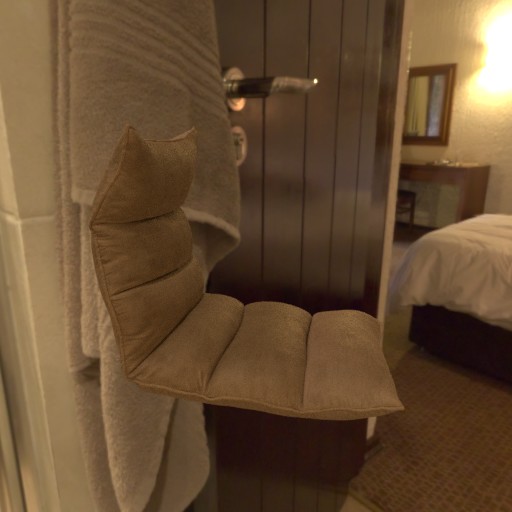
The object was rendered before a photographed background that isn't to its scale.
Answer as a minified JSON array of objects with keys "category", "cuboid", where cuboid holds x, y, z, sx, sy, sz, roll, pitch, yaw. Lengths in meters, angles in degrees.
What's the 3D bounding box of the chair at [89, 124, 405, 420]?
[{"category":"chair","cuboid":[0.000,0.000,1.579,0.985,0.892,0.714,3,16,10]}]
